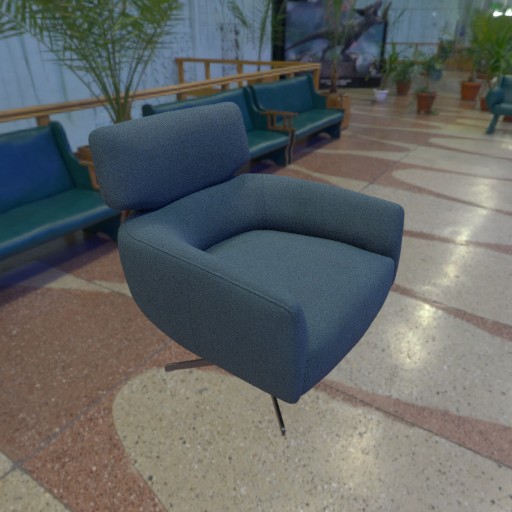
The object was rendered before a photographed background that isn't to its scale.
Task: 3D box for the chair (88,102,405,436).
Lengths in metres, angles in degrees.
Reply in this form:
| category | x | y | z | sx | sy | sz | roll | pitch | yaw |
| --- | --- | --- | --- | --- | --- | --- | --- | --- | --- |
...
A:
| category | x | y | z | sx | sy | sz | roll | pitch | yaw |
| --- | --- | --- | --- | --- | --- | --- | --- | --- | --- |
| chair | 0.000 | 0.000 | 1.392 | 0.761 | 0.813 | 0.738 | 18 | 32 | 30 |
